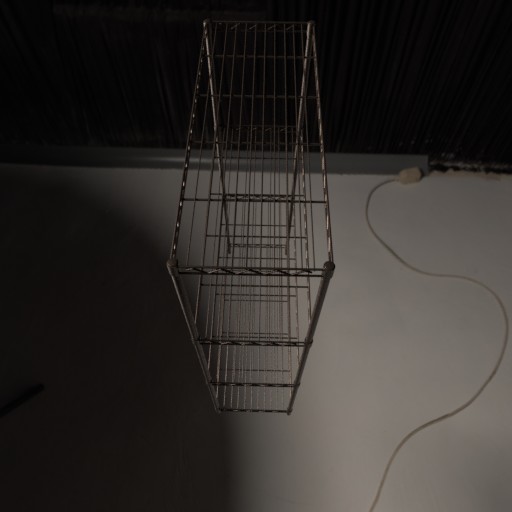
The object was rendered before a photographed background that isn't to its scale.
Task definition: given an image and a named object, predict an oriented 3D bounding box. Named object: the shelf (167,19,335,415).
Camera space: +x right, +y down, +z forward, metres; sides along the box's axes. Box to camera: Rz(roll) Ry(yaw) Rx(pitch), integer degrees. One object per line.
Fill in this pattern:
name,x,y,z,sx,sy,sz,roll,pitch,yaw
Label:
shelf,0.000,0.000,1.731,0.352,1.361,0.907,1,58,1
